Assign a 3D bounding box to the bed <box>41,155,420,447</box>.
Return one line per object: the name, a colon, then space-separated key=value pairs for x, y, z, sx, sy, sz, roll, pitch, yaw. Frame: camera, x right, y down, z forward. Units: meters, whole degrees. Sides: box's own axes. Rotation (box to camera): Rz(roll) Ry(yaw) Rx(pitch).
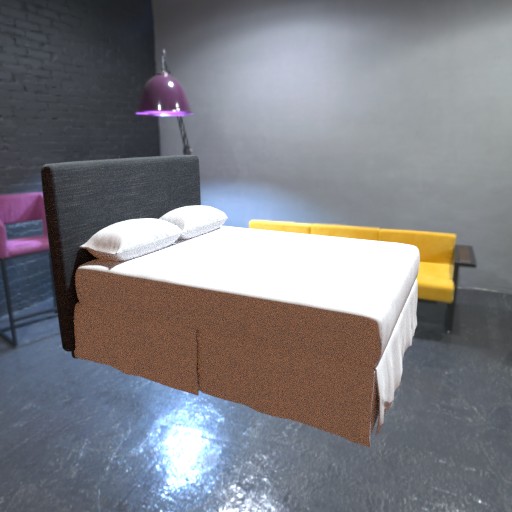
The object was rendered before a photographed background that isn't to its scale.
bed: x=0.000 y=0.000 z=3.150 sx=2.142 sy=1.330 sz=1.723 roll=7 pitch=17 yaw=25
